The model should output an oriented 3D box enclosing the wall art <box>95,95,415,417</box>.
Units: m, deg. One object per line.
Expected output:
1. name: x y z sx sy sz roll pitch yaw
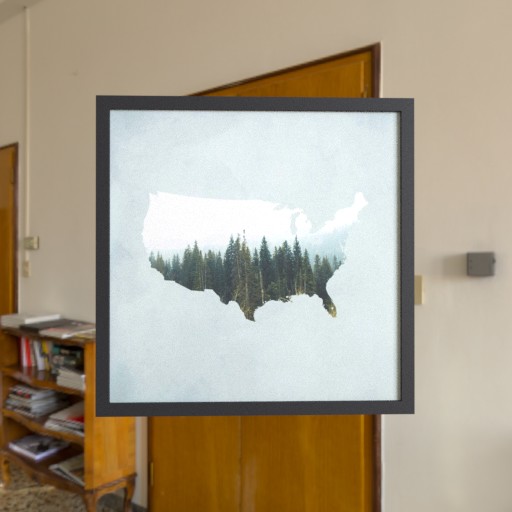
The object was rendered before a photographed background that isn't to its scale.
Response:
1. wall art: 0.000 0.000 0.442 0.304 0.304 0.038 0 0 -1
